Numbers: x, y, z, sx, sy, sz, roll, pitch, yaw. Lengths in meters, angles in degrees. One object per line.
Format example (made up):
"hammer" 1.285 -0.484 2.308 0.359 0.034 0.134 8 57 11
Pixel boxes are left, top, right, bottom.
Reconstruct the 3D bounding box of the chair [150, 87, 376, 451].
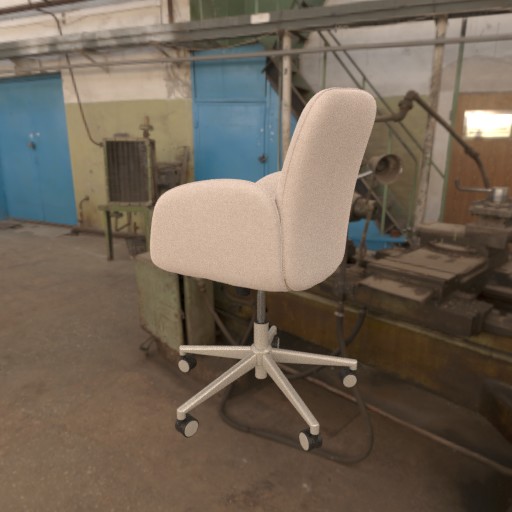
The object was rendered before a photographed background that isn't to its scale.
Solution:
"chair" 0.000 0.000 1.389 0.633 0.959 0.648 8 18 27
